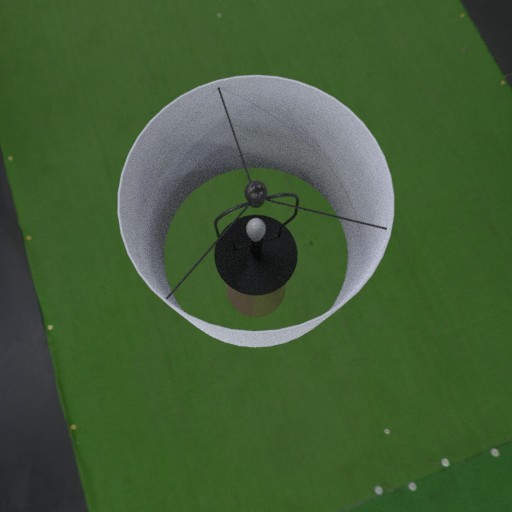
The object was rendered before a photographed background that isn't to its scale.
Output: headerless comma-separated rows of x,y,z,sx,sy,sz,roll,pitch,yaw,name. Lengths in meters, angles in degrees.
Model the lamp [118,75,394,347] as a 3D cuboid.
0.000,0.000,0.745,0.304,0.573,0.304,-17,76,-4,lamp
